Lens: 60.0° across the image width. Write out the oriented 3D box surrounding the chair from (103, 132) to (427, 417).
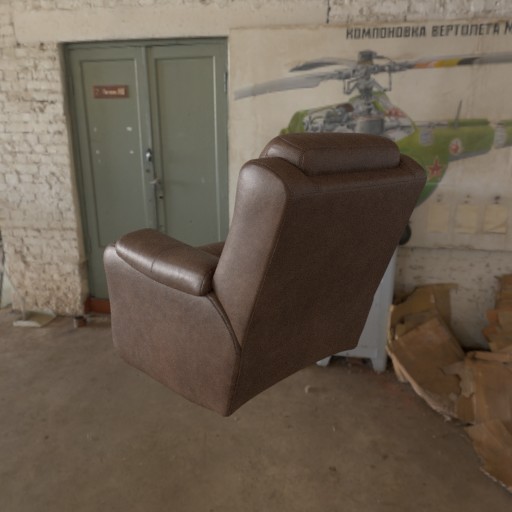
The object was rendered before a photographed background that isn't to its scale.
[{"bbox_3d":[0.000,0.000,1.852,0.940,0.990,1.067,-14,20,-41],"label":"chair"}]
